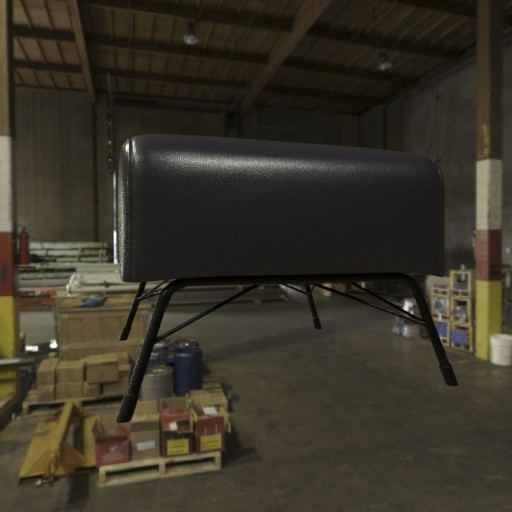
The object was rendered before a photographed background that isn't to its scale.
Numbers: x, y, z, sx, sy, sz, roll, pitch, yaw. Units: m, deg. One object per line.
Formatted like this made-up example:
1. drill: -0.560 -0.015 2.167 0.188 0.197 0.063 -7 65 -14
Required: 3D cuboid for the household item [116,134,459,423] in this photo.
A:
1. household item: 0.000 0.000 0.886 0.530 0.410 0.530 0 1 -17
